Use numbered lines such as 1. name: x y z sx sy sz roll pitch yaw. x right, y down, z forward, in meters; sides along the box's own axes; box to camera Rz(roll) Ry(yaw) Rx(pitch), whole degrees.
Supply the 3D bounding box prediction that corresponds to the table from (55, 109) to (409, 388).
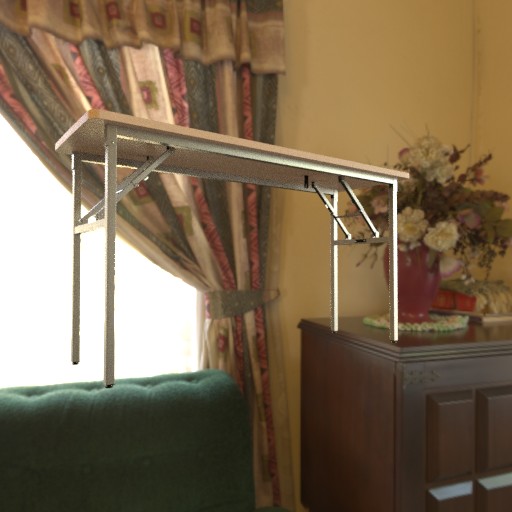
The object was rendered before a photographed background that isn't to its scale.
1. table: 0.000 0.000 1.743 1.397 0.750 0.446 1 -2 -36
